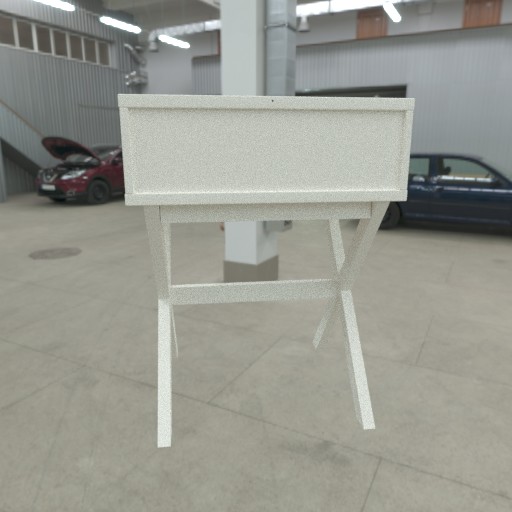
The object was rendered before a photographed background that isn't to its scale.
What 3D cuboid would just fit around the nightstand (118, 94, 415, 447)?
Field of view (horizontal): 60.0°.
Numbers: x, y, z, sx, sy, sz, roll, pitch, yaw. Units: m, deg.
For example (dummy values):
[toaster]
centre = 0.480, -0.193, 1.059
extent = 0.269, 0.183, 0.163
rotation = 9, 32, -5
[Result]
[nightstand]
centre = 0.000, 0.000, 0.973
extent = 0.479, 0.623, 0.402
rotation = -2, 14, -8
